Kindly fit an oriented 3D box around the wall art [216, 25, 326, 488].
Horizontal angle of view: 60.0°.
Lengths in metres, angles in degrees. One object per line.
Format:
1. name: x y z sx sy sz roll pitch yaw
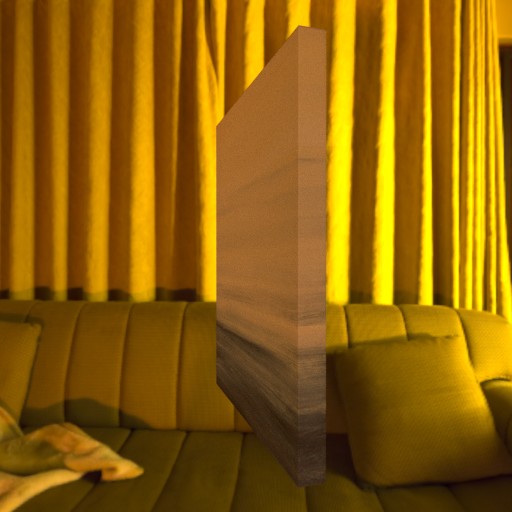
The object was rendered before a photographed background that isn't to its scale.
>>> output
1. wall art: 0.000 0.000 0.821 0.040 0.608 0.489 0 0 -18
